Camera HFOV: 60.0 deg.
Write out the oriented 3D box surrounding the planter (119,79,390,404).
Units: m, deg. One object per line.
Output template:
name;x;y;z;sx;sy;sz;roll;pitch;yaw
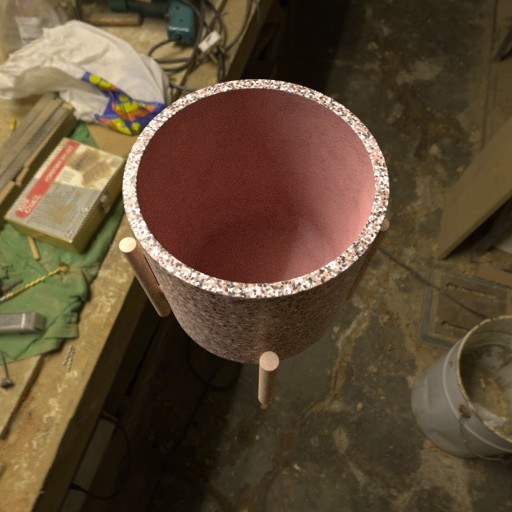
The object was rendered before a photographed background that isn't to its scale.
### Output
planter;0.000;0.000;0.694;0.360;0.419;0.360;15;65;8
